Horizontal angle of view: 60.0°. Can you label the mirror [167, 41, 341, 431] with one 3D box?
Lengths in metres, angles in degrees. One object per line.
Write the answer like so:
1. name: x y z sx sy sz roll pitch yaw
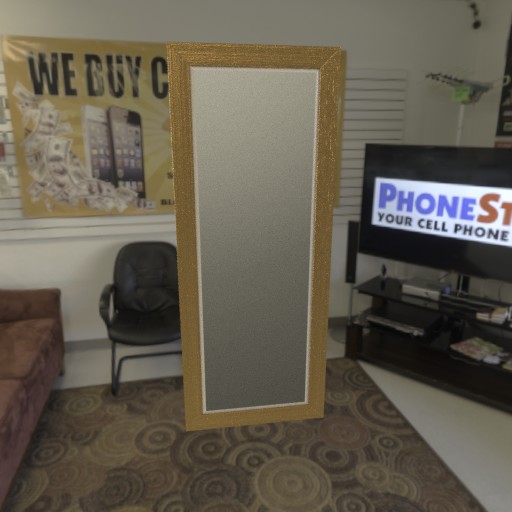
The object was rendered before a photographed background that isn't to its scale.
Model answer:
1. mirror: 0.000 0.000 2.327 0.812 2.031 0.025 -2 16 -9
